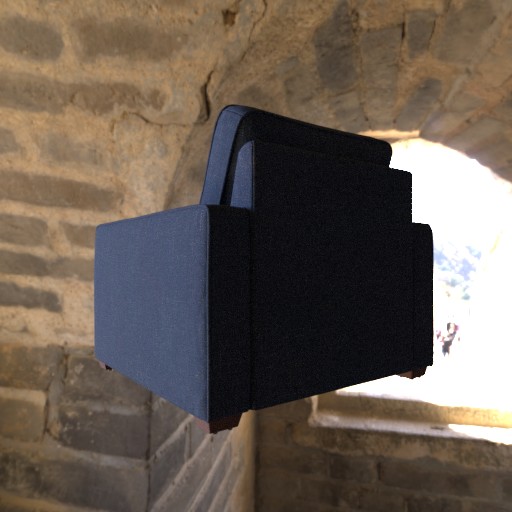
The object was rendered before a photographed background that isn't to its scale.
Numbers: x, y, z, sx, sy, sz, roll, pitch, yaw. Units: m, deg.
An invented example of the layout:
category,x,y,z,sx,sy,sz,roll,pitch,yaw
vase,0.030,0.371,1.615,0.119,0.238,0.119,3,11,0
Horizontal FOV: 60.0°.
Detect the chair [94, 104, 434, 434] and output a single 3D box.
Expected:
category,x,y,z,sx,sy,sz,roll,pitch,yaw
chair,0.000,0.000,1.750,1.017,0.919,0.940,0,-1,-37
